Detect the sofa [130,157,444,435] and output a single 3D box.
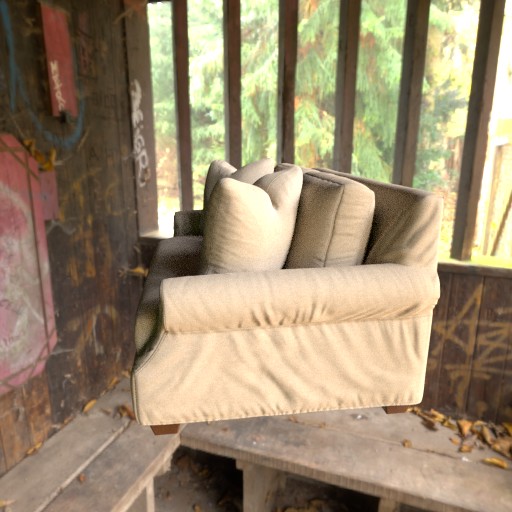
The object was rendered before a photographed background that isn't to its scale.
[{"bbox_3d":[0.000,0.000,2.142,1.070,0.905,1.550,-2,15,-8],"label":"sofa"}]
